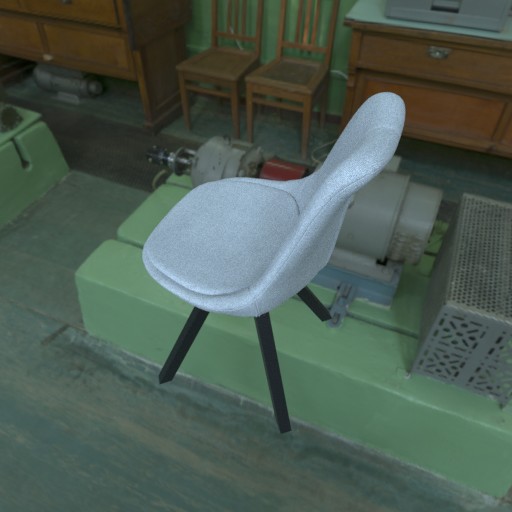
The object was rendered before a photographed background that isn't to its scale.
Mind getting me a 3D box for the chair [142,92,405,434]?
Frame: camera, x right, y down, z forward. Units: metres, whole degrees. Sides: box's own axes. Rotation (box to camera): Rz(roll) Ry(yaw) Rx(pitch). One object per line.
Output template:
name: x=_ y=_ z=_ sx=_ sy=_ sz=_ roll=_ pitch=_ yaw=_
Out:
chair: x=0.000 y=0.000 z=1.143 sx=0.550 sy=0.850 sz=0.485 roll=16 pitch=48 yaw=15
